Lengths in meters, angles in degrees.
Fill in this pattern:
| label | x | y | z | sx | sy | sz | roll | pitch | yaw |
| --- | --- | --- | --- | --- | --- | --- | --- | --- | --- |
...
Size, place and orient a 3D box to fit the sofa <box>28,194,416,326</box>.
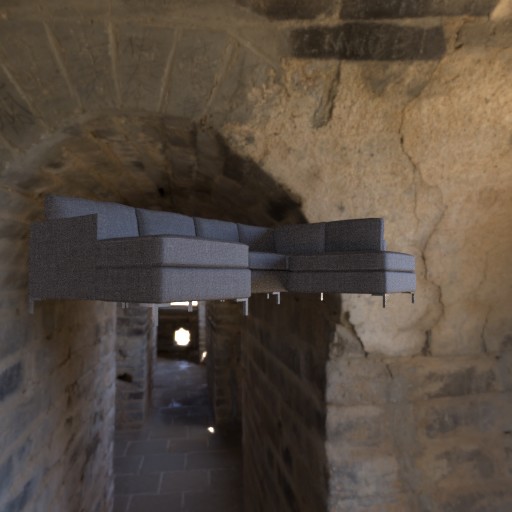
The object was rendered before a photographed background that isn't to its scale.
| label | x | y | z | sx | sy | sz | roll | pitch | yaw |
| --- | --- | --- | --- | --- | --- | --- | --- | --- | --- |
| sofa | 0.000 | 0.000 | 4.285 | 2.048 | 0.999 | 3.423 | -2 | -4 | 36 |
